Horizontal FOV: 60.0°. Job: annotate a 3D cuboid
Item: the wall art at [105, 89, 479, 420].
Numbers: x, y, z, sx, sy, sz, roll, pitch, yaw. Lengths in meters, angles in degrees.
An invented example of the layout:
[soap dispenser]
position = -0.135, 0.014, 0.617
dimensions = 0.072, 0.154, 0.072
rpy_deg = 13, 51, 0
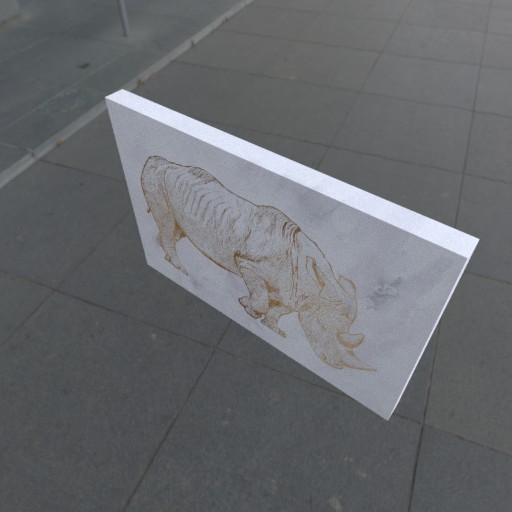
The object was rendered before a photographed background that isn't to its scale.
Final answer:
[wall art]
position = 0.000, 0.000, 0.766
dimensions = 0.609, 0.407, 0.038
rpy_deg = 29, 52, 25
